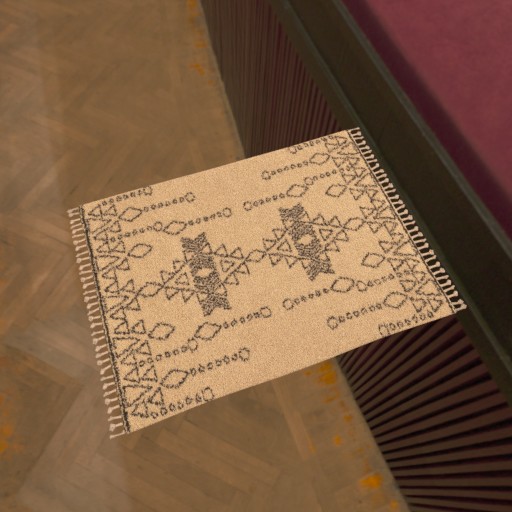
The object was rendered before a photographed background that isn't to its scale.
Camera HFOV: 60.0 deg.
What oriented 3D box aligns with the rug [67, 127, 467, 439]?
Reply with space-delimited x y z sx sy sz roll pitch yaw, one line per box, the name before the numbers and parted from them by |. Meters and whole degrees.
rug | 0.000 0.000 3.923 3.027 0.028 2.125 -18 64 -9
